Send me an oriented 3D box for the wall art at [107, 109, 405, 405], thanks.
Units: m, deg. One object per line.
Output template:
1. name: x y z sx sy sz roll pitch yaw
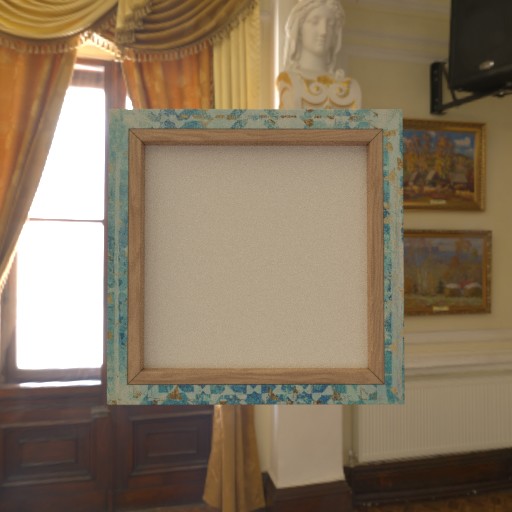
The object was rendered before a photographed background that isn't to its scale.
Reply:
1. wall art: 0.000 0.000 0.931 0.609 0.609 0.040 0 -1 0
